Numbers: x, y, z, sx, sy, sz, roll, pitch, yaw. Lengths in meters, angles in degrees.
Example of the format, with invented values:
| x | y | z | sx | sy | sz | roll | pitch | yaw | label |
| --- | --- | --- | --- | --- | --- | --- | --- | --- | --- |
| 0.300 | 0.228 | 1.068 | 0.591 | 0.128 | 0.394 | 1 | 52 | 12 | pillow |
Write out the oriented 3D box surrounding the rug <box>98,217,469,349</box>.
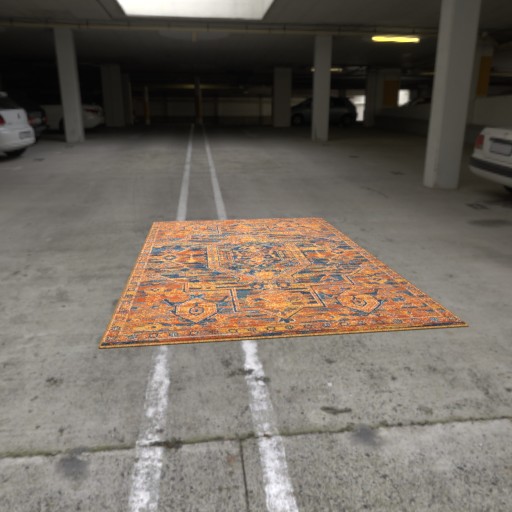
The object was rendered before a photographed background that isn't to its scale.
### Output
| x | y | z | sx | sy | sz | roll | pitch | yaw | label |
| --- | --- | --- | --- | --- | --- | --- | --- | --- | --- |
| 0.000 | 0.000 | 2.182 | 1.148 | 0.013 | 1.758 | -2 | 16 | -7 | rug |
